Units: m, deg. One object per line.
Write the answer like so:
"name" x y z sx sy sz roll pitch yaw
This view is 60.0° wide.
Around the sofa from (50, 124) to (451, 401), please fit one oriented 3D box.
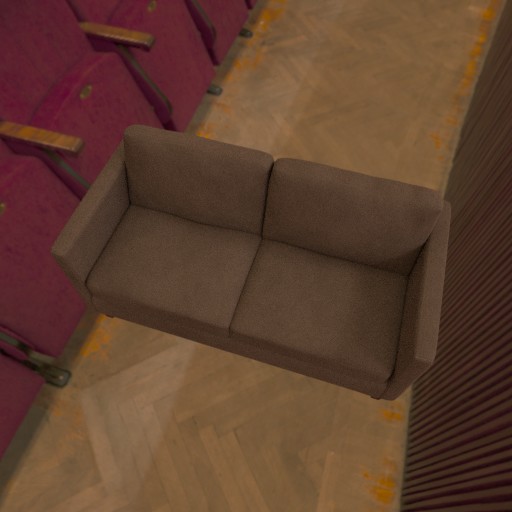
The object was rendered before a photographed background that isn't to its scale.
"sofa" 0.000 0.000 2.468 1.884 0.963 0.950 15 59 9
